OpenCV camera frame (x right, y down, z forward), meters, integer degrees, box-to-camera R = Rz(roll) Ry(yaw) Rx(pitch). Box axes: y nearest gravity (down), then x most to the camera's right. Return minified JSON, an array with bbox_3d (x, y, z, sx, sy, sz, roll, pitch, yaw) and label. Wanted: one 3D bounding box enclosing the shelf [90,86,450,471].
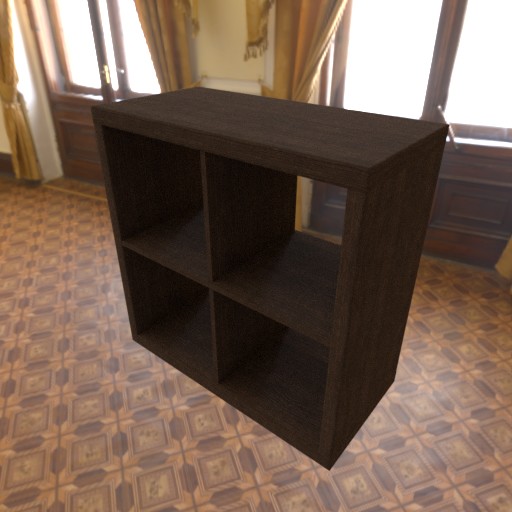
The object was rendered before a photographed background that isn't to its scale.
[{"bbox_3d":[0.000,0.000,1.263,0.790,0.786,0.390,22,37,33],"label":"shelf"}]
